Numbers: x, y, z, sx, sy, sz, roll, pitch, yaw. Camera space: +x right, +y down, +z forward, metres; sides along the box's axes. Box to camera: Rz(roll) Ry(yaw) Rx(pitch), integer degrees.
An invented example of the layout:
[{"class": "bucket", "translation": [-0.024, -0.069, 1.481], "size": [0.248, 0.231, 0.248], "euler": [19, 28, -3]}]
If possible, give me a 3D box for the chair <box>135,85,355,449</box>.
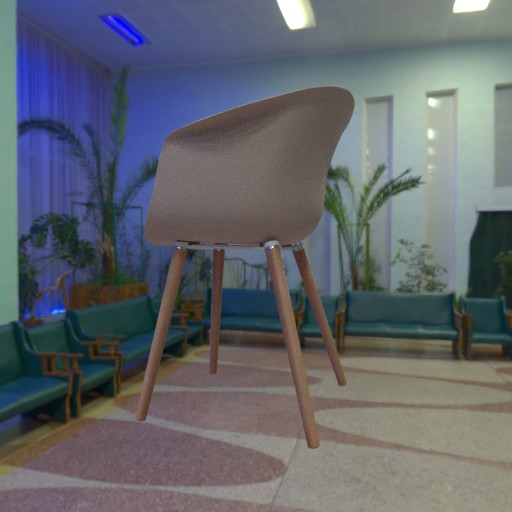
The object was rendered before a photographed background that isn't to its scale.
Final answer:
[{"class": "chair", "translation": [0.000, 0.000, 1.172], "size": [0.504, 0.781, 0.593], "euler": [0, 1, 19]}]
